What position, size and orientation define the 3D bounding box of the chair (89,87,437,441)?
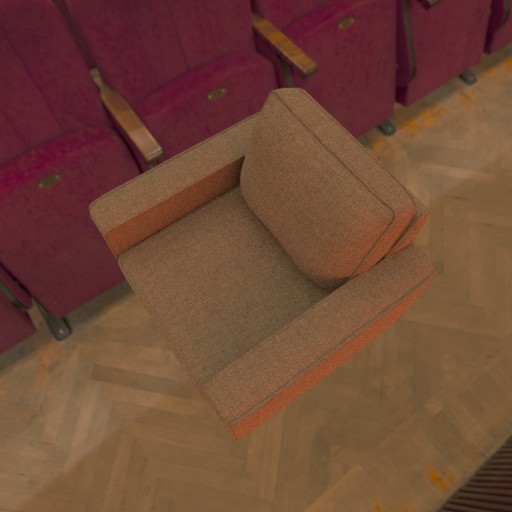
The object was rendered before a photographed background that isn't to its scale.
[{"bbox_3d":[0.000,0.000,1.768,0.940,0.914,1.016,-33,68,-15],"label":"chair"}]
